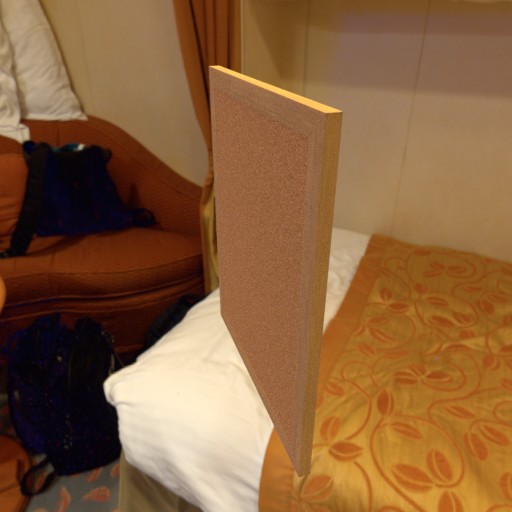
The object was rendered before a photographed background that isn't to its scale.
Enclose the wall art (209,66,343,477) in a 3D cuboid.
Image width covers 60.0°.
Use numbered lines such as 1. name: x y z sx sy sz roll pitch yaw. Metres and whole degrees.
1. wall art: 0.000 0.000 0.761 0.020 0.561 0.460 -10 30 -17
